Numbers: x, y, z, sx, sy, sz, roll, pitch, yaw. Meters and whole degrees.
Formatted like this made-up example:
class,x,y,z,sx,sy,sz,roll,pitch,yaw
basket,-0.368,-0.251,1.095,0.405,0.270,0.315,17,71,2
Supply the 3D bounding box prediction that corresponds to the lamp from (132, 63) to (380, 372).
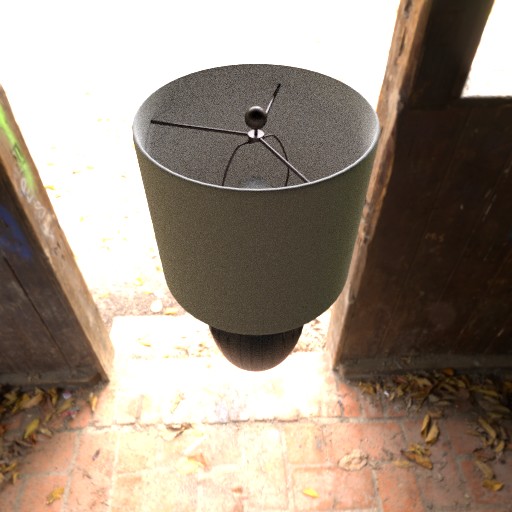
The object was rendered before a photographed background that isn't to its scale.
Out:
class,x,y,z,sx,sy,sz,roll,pitch,yaw
lamp,0.000,0.000,0.791,0.329,0.570,0.329,-24,51,-21
